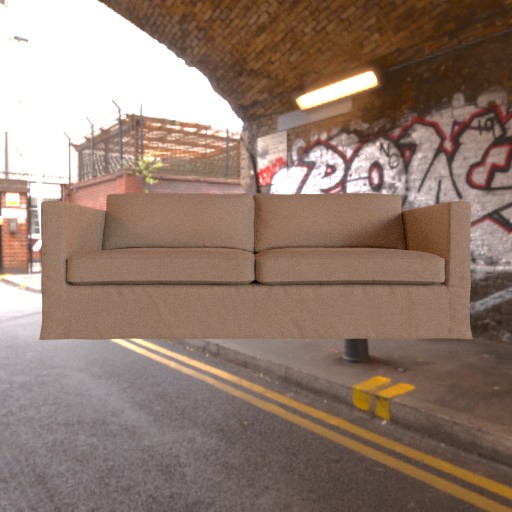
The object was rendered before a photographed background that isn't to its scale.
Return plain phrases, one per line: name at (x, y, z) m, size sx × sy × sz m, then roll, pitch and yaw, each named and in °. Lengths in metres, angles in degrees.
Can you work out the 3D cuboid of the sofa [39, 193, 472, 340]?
sofa at (0.000, 0.000, 2.754) m, size 2.296 × 0.847 × 0.956 m, roll 0°, pitch 2°, yaw -1°
